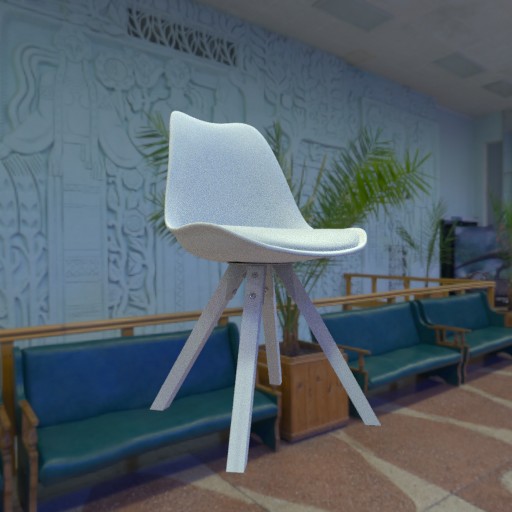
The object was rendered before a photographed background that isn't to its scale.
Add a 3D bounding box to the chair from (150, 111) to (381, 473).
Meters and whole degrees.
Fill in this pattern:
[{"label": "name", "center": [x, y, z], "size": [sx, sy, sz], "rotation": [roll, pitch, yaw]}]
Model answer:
[{"label": "chair", "center": [0.000, 0.000, 1.180], "size": [0.485, 0.850, 0.550], "rotation": [-1, 1, -34]}]
